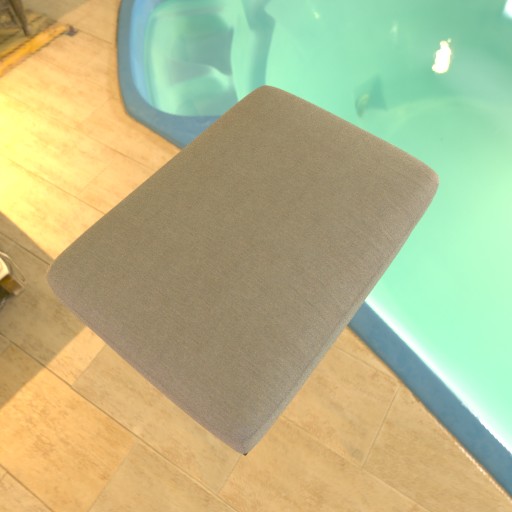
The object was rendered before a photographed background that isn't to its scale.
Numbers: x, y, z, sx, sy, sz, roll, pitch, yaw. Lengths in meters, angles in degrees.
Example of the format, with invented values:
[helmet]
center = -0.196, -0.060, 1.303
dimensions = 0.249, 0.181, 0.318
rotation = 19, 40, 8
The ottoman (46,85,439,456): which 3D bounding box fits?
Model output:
[ottoman]
center = 0.000, 0.000, 1.036
dimensions = 0.528, 0.404, 0.735
rotation = 34, 65, 18
